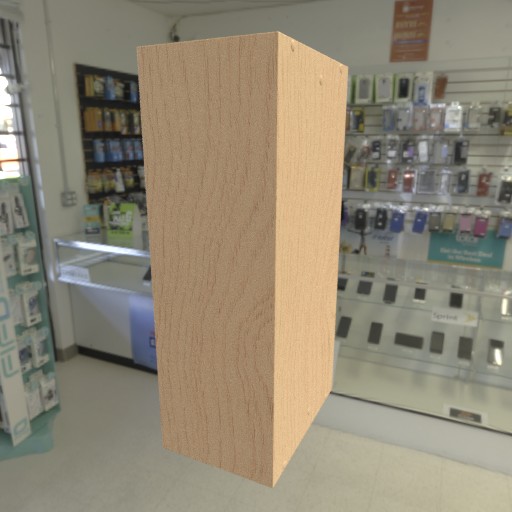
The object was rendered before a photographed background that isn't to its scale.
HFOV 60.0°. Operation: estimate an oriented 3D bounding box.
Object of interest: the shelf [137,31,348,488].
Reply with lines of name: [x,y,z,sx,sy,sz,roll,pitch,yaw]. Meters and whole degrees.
shelf: [0.000,0.000,0.728,0.200,0.600,0.290,7,17,25]
